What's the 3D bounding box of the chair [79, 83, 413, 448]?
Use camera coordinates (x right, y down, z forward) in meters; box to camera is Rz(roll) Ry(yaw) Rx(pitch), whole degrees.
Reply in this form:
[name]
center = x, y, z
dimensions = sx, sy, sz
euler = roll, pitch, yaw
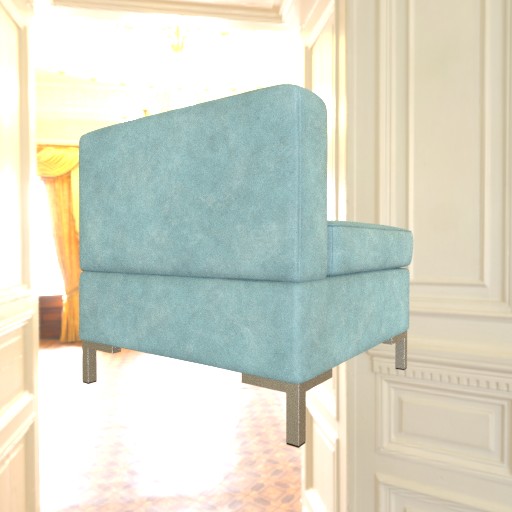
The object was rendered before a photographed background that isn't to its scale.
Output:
[chair]
center = 0.000, 0.000, 1.228
dimensions = 0.691, 0.660, 0.684
euler = 1, 2, 35
